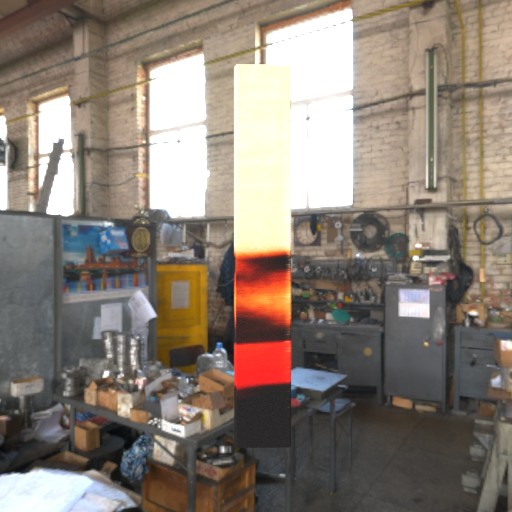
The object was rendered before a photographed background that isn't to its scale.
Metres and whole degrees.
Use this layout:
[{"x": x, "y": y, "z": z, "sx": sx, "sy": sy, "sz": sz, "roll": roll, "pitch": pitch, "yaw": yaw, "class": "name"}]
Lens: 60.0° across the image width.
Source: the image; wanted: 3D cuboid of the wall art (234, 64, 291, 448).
[{"x": 0.000, "y": 0.000, "z": 0.481, "sx": 0.037, "sy": 0.251, "sz": 0.383, "roll": 0, "pitch": 0, "yaw": -1, "class": "wall art"}]
